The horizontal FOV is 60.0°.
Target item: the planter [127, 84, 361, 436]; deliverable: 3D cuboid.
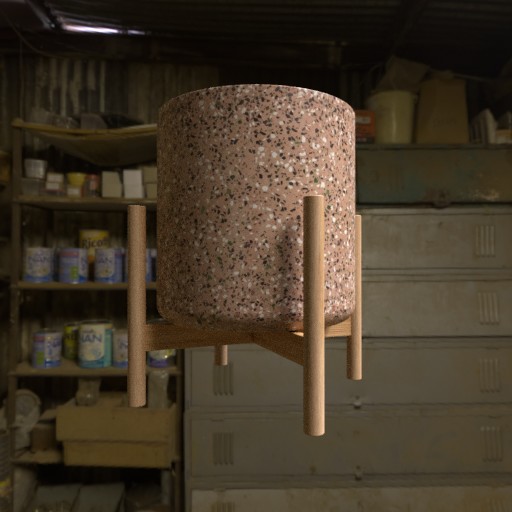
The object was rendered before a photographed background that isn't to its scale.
[{"bbox_3d":[0.000,0.000,0.694,0.360,0.419,0.360,0,0,0],"label":"planter"}]
